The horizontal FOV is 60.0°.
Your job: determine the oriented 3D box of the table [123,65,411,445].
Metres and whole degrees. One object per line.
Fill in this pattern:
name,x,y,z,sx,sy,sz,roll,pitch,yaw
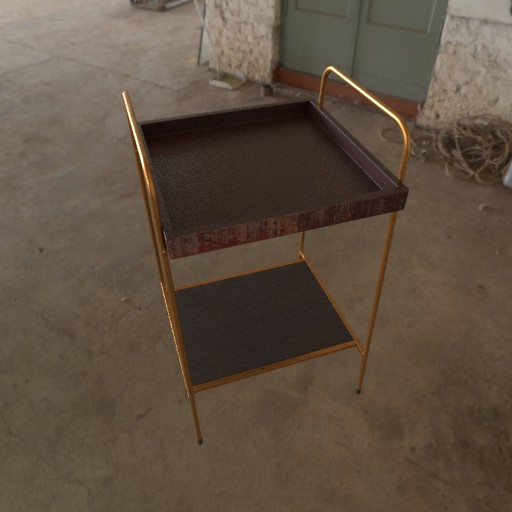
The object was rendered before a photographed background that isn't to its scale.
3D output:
table,0.000,0.000,1.002,0.430,0.710,0.430,-13,44,-14
